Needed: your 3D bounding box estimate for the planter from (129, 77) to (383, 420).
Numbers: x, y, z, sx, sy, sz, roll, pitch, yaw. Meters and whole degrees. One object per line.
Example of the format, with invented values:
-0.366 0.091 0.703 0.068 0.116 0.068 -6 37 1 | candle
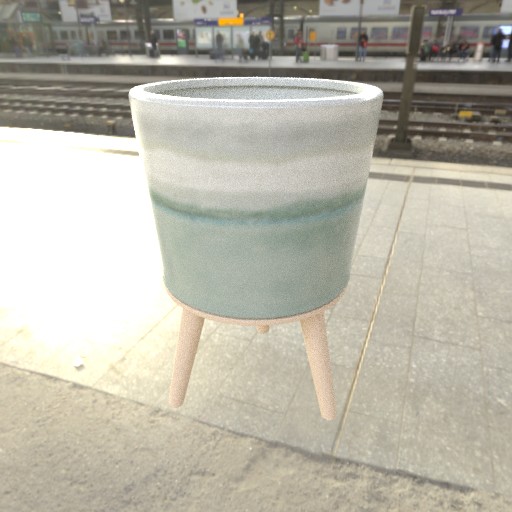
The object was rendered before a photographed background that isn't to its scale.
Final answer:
0.000 0.000 0.562 0.265 0.404 0.265 9 27 17 | planter
